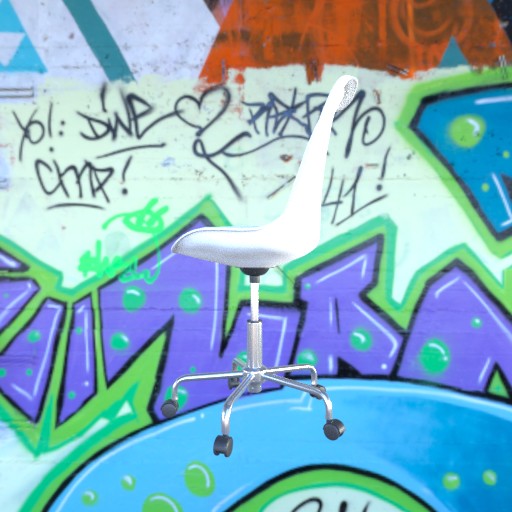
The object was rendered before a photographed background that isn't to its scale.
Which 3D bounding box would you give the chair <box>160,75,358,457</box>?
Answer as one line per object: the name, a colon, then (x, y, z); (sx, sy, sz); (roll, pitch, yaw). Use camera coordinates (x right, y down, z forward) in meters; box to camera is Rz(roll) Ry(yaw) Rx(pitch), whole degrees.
chair: (0.000, 0.000, 1.279); (0.550, 0.930, 0.550); (0, 1, 1)
